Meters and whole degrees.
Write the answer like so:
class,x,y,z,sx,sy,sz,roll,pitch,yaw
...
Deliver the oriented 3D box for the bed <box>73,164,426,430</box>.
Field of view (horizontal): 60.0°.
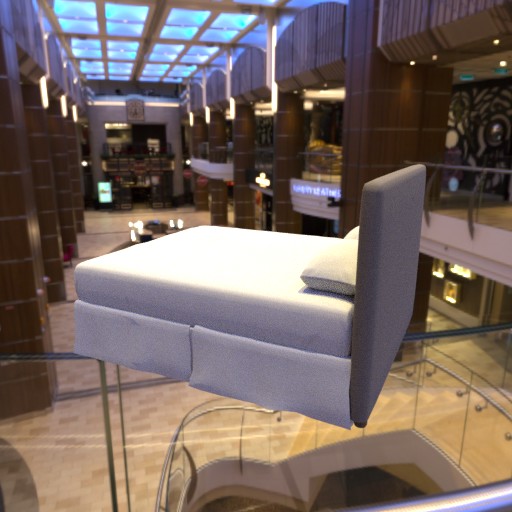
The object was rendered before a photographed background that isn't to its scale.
class,x,y,z,sx,sy,sz,roll,pitch,yaw
bed,0.000,0.000,3.319,2.142,1.330,1.748,7,16,26
